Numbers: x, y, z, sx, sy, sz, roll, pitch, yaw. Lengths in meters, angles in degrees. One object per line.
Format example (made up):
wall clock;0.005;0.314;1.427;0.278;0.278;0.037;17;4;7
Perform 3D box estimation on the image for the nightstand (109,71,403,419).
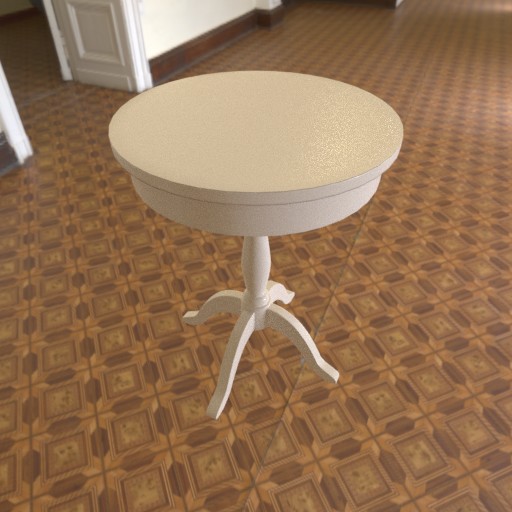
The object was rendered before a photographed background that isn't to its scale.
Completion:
nightstand;0.000;0.000;1.003;0.513;0.653;0.513;25;46;27
